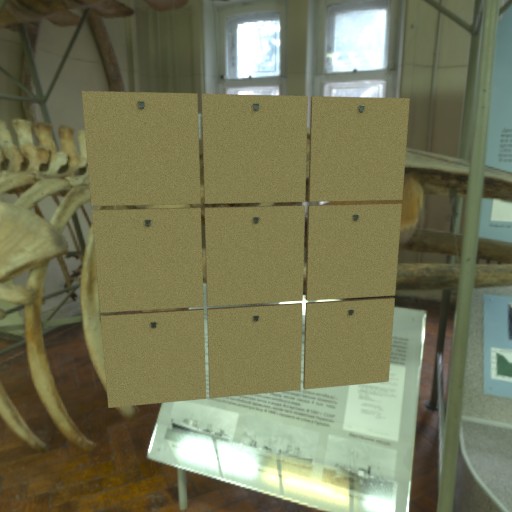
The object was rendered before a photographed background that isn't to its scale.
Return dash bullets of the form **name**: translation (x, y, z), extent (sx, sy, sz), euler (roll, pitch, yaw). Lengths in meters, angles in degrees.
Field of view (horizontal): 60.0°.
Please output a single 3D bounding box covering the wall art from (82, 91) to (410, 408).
- **wall art**: translation (0.000, 0.000, 1.772), extent (1.221, 1.218, 0.024), euler (-2, 13, -10)
